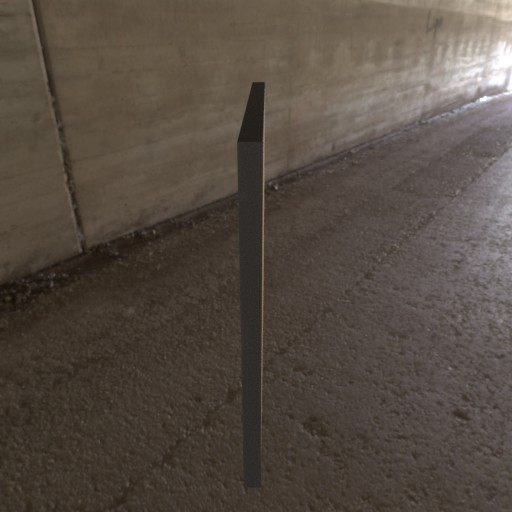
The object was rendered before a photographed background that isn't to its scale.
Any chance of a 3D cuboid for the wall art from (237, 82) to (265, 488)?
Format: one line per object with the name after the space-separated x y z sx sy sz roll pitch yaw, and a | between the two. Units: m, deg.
0.000 0.000 1.144 0.037 0.760 0.762 1 27 1 | wall art
